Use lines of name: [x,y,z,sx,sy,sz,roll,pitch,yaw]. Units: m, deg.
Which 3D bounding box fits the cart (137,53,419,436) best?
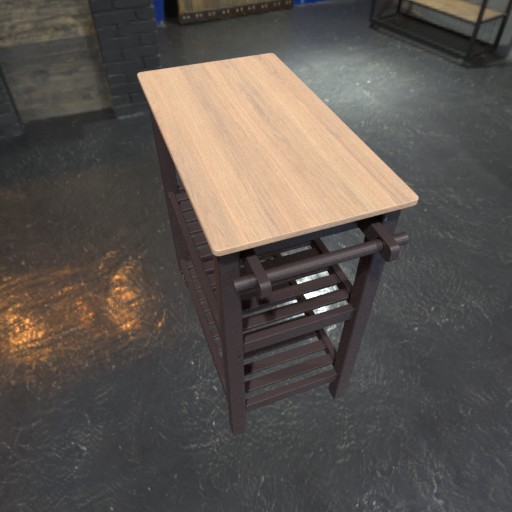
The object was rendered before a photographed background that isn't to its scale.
cart: [0.000,0.000,1.467,0.457,0.927,0.899,-15,47,-14]
